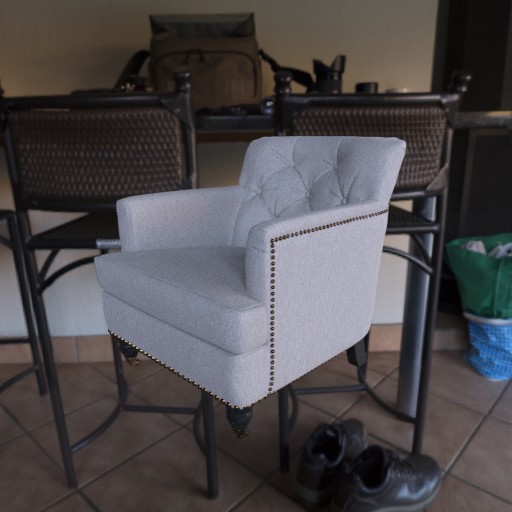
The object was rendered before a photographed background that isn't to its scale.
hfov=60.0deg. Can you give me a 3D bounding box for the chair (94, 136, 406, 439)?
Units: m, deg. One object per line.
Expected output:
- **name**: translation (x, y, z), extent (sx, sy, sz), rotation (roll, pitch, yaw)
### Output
- **chair**: translation (0.000, 0.000, 1.581), extent (0.737, 0.823, 0.902), rotation (14, 21, 42)
